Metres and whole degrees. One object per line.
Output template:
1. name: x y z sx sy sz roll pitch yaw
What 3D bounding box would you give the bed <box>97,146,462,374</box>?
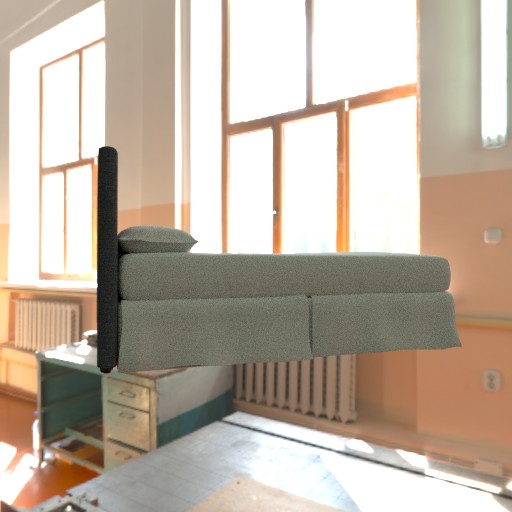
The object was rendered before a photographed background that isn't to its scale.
1. bed: 0.000 0.000 3.985 2.689 1.457 2.161 0 -1 -20
